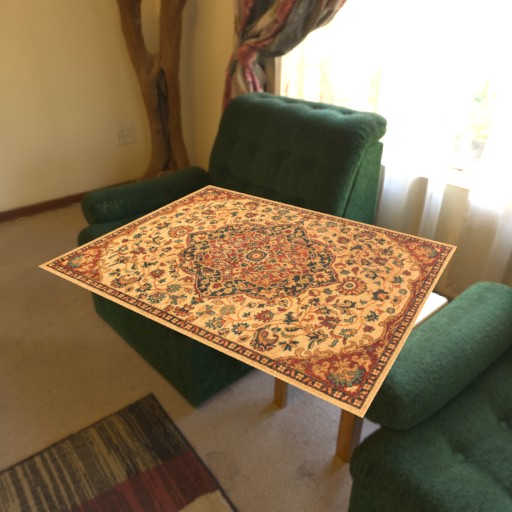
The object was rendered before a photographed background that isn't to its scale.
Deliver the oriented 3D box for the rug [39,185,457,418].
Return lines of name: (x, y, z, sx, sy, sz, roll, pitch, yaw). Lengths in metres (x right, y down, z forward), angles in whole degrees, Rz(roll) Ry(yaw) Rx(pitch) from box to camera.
rug: (0.000, 0.000, 4.146, 3.067, 0.005, 2.454, 18, 34, 28)
